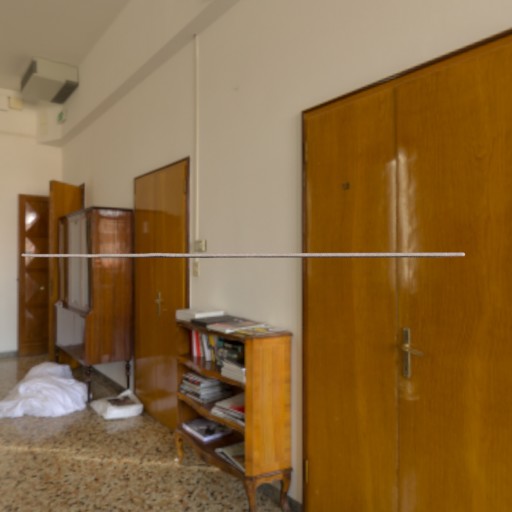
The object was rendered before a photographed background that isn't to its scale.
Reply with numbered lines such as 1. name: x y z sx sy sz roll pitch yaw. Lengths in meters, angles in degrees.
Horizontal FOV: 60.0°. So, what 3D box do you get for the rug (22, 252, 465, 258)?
1. rug: 0.000 0.000 2.878 2.290 0.021 1.540 0 0 18
